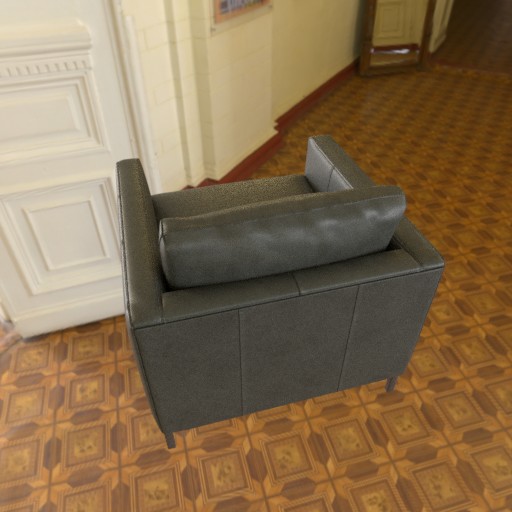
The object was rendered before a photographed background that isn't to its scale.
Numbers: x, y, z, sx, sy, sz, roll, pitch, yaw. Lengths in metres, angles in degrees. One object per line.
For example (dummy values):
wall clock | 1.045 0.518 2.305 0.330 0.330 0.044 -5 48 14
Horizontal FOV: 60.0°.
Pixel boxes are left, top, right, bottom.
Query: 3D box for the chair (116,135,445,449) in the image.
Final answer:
chair | 0.000 0.000 1.536 0.967 0.824 0.861 -10 41 -12
